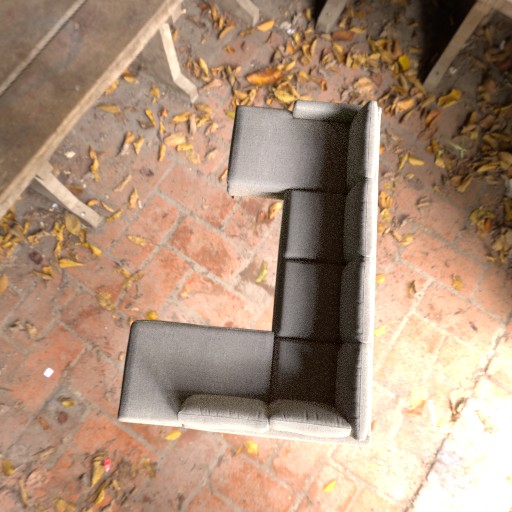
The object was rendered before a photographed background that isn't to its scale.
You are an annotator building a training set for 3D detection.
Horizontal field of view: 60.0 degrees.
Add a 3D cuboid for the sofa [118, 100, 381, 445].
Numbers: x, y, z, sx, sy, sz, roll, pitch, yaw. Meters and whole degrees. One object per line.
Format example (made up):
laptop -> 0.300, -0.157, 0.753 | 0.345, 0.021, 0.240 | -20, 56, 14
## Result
sofa -> 0.000, 0.000, 3.615 | 1.879, 0.756, 2.737 | 5, 77, 1
